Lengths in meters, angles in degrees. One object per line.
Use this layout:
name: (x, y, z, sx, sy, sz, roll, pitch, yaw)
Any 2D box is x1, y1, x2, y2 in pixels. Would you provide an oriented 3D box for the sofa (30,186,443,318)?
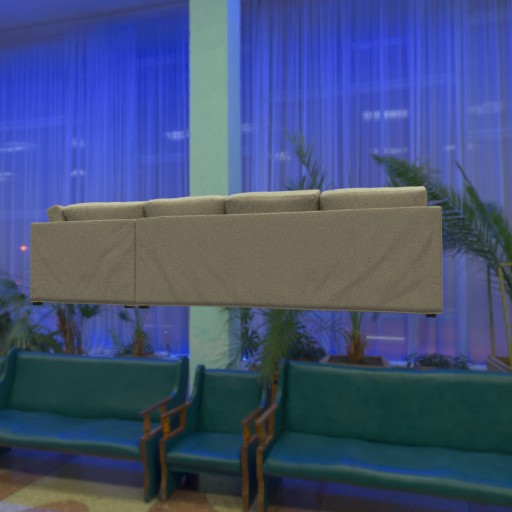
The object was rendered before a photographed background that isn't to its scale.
sofa: (0.000, 0.000, 4.322, 3.182, 0.871, 2.432, -1, -2, 18)
